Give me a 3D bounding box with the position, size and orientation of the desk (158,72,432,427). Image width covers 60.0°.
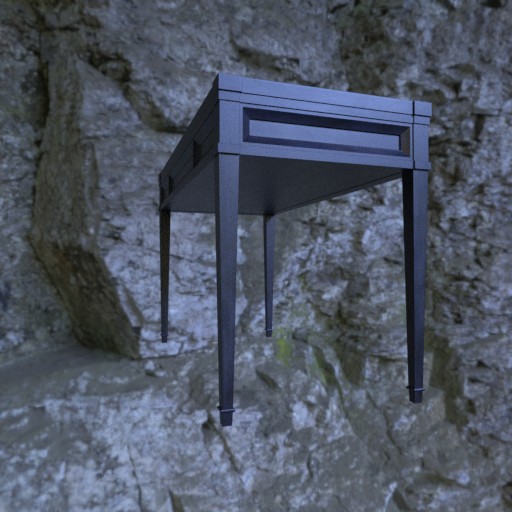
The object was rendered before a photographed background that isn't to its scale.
[{"bbox_3d":[0.000,0.000,1.774,0.630,0.861,1.289,0,-1,-19],"label":"desk"}]
